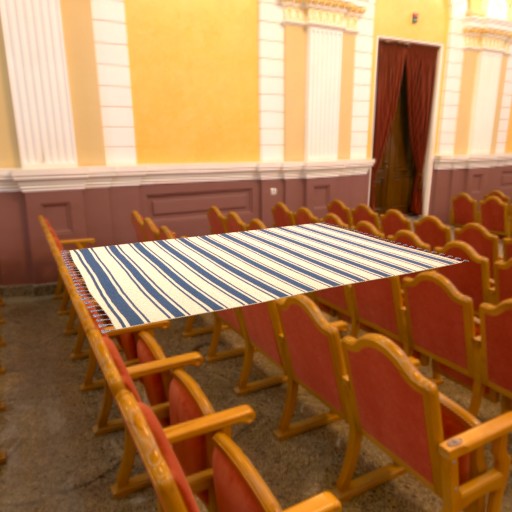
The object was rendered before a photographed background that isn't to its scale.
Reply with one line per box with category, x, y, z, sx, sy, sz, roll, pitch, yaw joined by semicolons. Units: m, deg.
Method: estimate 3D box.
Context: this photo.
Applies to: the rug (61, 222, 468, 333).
rug;0.000;0.000;2.983;2.315;0.010;1.544;-8;17;-27
